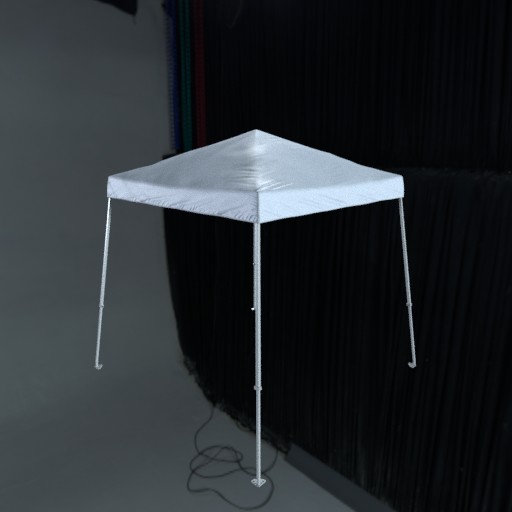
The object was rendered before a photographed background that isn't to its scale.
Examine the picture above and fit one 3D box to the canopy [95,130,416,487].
[{"bbox_3d":[0.000,0.000,6.568,3.599,3.600,3.600,14,20,43],"label":"canopy"}]
